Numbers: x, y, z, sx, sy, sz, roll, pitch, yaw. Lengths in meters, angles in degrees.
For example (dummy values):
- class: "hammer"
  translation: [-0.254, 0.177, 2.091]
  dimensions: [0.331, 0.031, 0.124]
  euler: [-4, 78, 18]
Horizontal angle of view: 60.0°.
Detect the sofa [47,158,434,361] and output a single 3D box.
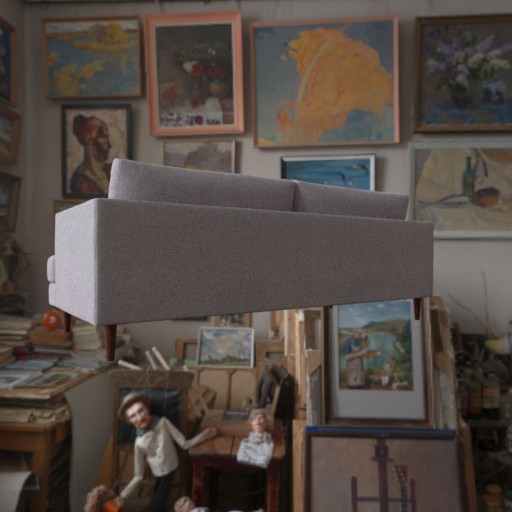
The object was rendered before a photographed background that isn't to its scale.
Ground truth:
- class: "sofa"
  translation: [0.000, 0.000, 2.782]
  dimensions: [2.250, 0.868, 1.020]
  euler: [0, 0, -35]
